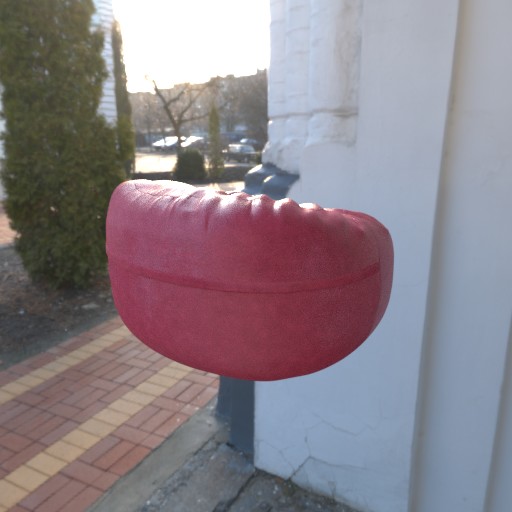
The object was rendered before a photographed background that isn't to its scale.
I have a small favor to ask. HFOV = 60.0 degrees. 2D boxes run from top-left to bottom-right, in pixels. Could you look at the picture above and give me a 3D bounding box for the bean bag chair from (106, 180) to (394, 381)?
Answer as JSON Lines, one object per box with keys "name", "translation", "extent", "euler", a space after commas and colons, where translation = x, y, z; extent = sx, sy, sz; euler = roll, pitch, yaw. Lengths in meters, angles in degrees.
{"name": "bean bag chair", "translation": [0.000, 0.000, 2.485], "extent": [1.524, 0.878, 1.524], "euler": [-14, 20, -43]}
